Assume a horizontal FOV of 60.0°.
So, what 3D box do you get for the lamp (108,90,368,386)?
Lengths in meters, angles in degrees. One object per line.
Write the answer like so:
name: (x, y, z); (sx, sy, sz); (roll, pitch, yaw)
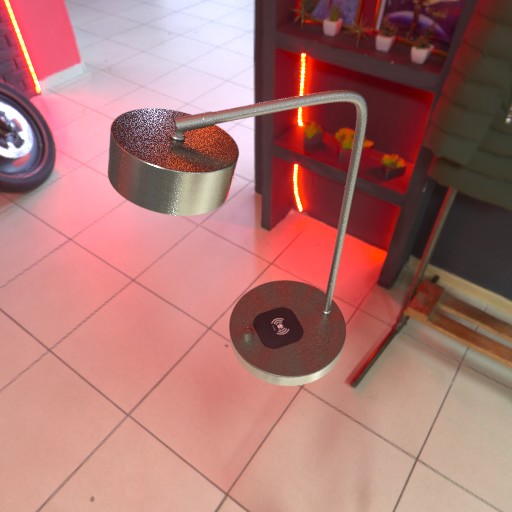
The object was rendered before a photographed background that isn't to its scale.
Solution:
lamp: (0.000, 0.000, 0.640); (0.334, 0.469, 0.211); (-16, 48, -15)
